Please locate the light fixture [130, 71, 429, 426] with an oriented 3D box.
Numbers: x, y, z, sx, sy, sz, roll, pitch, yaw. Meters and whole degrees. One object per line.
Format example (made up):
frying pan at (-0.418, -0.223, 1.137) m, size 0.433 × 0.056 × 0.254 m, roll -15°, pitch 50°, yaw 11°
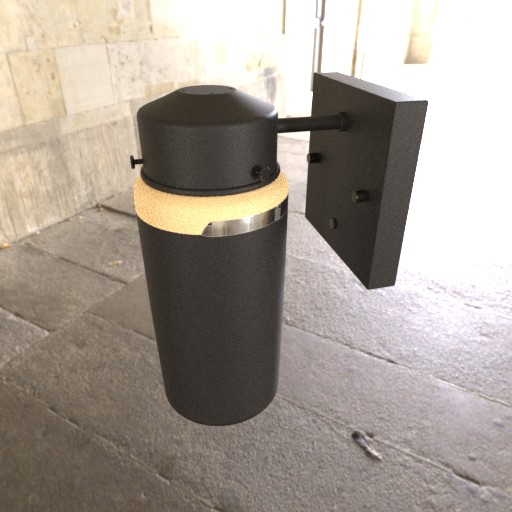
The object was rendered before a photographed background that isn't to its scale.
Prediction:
light fixture at (0.000, 0.000, 0.357) m, size 0.176 × 0.257 × 0.130 m, roll -7°, pitch 31°, yaw -13°
